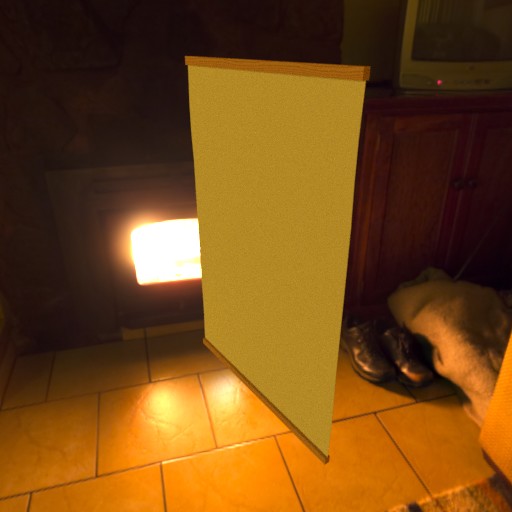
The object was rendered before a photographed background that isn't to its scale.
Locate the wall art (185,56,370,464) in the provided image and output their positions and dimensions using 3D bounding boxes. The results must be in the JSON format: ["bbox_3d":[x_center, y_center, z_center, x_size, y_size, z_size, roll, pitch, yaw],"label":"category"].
[{"bbox_3d":[0.000,0.000,1.880,0.025,1.521,1.011,-18,31,-32],"label":"wall art"}]
